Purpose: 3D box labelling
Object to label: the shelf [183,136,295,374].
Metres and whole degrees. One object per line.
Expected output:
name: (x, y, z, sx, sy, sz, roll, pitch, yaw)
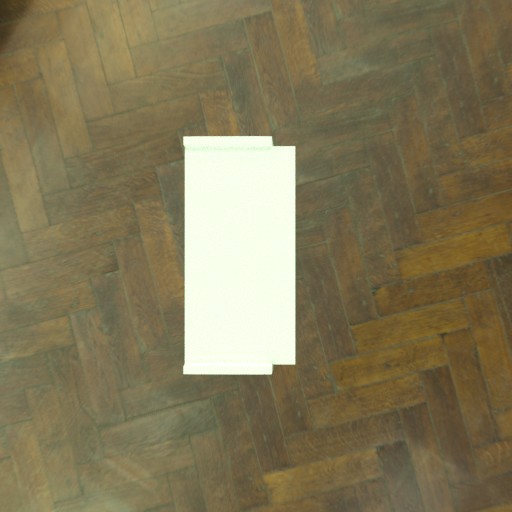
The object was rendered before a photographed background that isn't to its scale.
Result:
shelf: (0.000, 0.000, 2.161, 0.381, 1.892, 0.660, 0, 90, 1)
